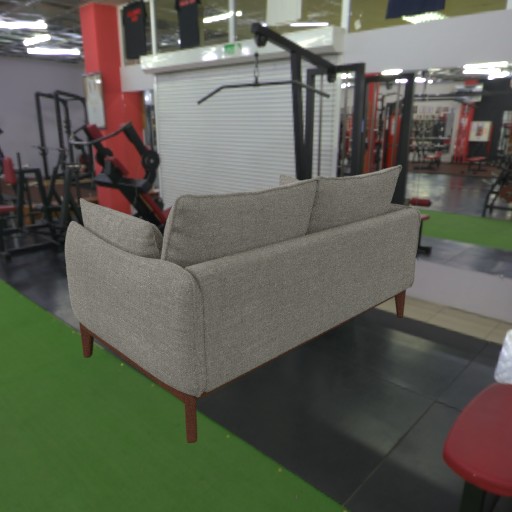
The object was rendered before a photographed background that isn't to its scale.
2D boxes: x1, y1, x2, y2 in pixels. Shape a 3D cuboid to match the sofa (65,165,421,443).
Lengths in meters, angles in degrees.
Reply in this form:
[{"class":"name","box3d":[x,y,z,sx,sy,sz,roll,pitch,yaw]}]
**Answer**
[{"class":"sofa","box3d":[0.000,0.000,2.194,1.580,0.851,0.972,-16,23,-42]}]
